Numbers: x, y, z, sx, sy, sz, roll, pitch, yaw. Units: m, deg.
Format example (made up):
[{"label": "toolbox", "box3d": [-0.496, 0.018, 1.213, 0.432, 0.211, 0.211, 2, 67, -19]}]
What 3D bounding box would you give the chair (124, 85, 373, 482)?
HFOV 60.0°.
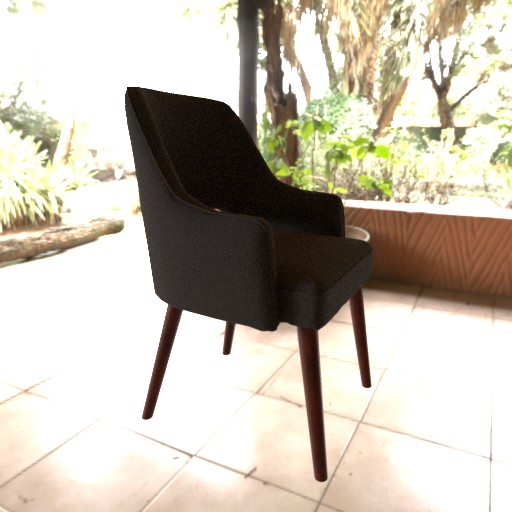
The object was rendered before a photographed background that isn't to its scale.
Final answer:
[{"label": "chair", "box3d": [0.000, 0.000, 1.162, 0.560, 0.838, 0.559, 7, 16, 26]}]
